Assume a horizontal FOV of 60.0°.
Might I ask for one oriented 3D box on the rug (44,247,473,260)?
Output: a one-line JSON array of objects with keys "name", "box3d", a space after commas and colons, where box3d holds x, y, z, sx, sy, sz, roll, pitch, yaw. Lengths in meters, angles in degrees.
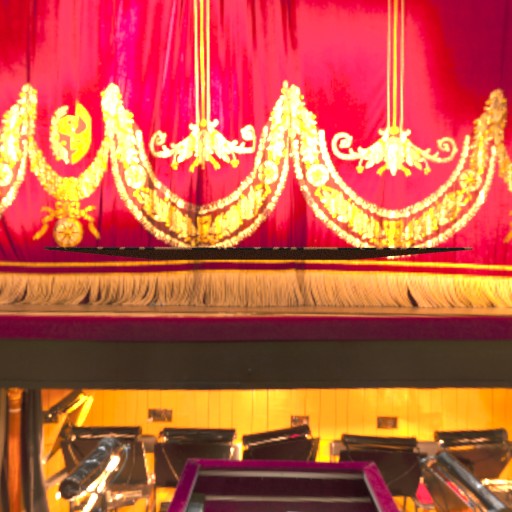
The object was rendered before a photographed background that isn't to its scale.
[{"name": "rug", "box3d": [0.000, 0.000, 3.996, 2.416, 0.014, 3.017, 0, -2, -1]}]
